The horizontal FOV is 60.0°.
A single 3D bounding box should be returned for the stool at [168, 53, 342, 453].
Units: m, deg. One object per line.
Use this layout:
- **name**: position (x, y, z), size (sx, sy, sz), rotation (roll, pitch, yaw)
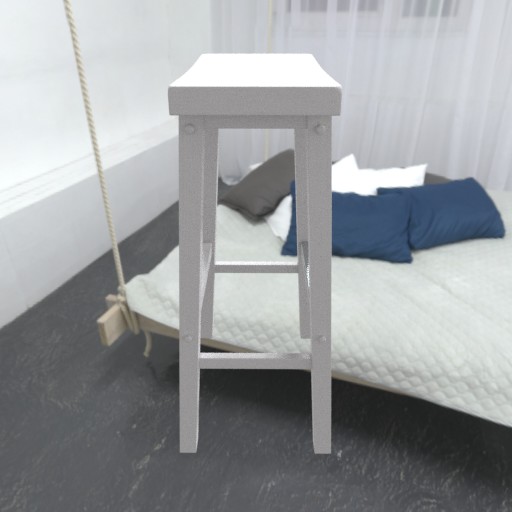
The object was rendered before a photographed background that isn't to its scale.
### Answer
- **stool**: position (0.000, 0.000, 0.936), size (0.322, 0.742, 0.406), rotation (0, 30, 0)
